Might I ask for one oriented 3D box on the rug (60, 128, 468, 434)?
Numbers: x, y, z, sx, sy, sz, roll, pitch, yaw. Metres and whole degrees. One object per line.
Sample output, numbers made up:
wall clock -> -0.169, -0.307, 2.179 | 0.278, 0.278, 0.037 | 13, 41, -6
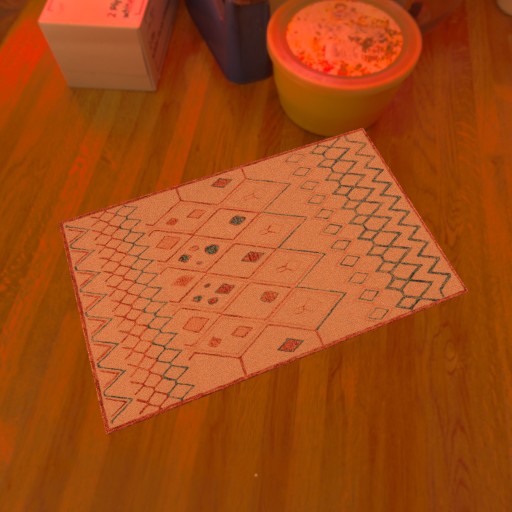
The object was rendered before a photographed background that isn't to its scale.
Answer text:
rug -> 0.000, 0.000, 3.064 | 2.438, 0.015, 1.524 | -19, 65, -9
